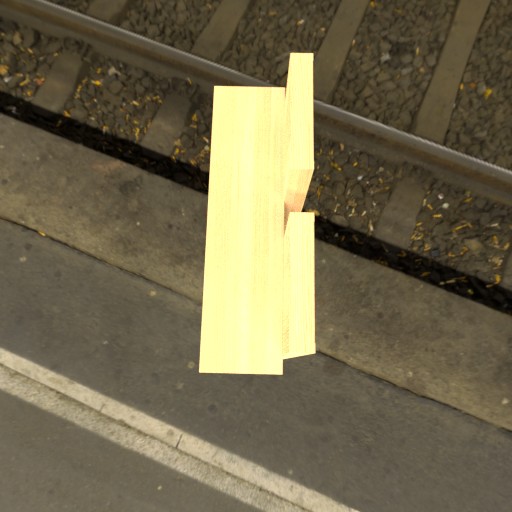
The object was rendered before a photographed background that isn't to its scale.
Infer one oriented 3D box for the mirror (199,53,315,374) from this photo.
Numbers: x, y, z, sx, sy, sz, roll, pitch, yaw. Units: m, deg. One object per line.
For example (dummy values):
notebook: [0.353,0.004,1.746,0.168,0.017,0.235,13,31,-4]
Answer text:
mirror: [0.000,0.000,1.591,0.260,1.250,0.800,1,76,0]
